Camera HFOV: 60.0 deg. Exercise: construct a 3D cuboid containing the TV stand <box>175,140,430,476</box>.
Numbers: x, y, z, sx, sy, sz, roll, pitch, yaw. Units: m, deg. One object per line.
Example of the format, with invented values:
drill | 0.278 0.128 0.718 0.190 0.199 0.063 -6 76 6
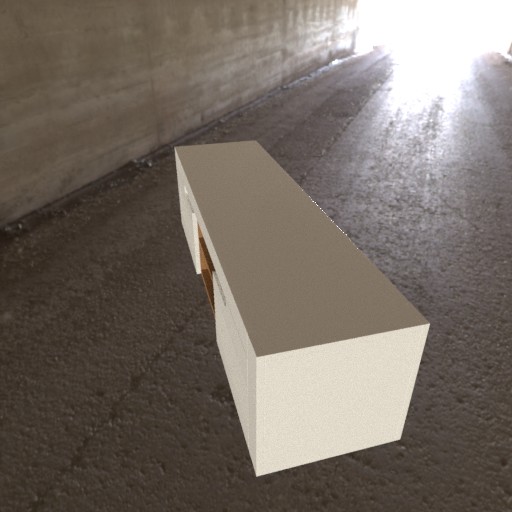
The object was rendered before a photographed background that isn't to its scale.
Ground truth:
TV stand | 0.000 0.000 1.696 0.410 0.440 1.500 -8 32 -13
